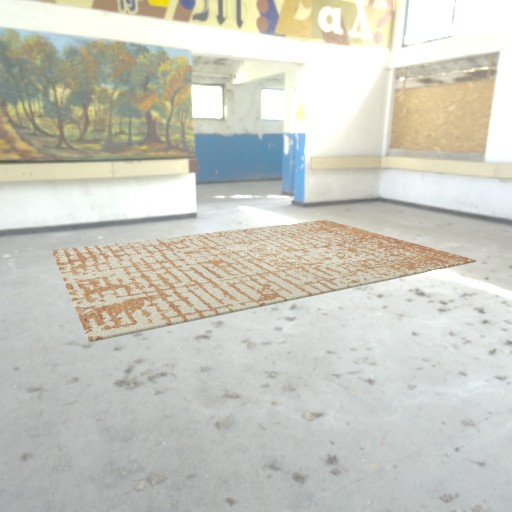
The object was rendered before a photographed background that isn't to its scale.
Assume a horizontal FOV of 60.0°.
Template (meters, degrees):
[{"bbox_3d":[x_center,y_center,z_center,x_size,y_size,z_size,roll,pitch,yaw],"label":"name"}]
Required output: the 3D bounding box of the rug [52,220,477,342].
[{"bbox_3d":[0.000,0.000,2.283,1.829,0.011,1.219,-8,17,-28],"label":"rug"}]
